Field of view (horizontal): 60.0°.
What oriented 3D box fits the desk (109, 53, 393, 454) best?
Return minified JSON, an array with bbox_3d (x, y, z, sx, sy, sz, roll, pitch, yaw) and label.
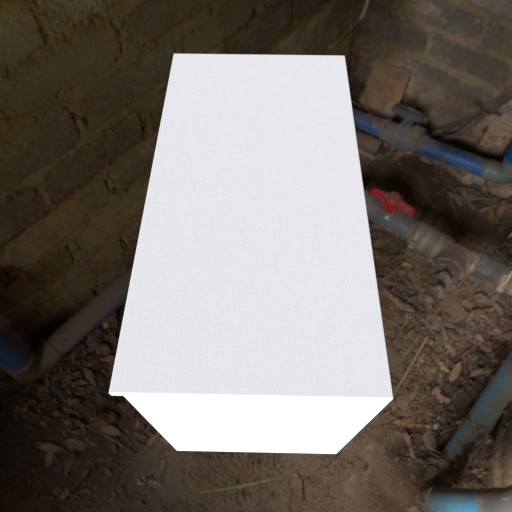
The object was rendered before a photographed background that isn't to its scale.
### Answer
[{"bbox_3d":[0.000,0.000,1.471,0.560,0.730,1.100,1,58,1],"label":"desk"}]
